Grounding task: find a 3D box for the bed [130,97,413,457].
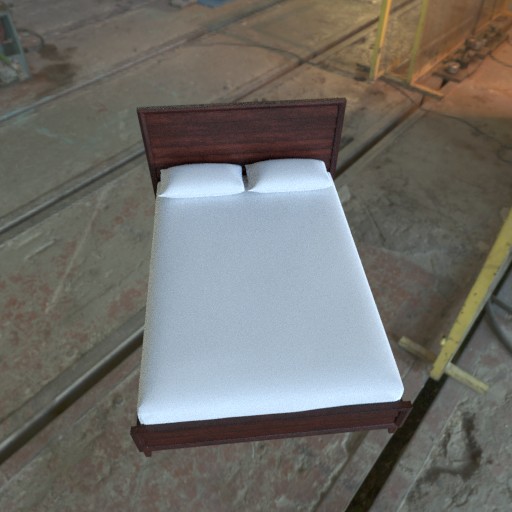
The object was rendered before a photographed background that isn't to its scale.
[{"bbox_3d":[0.000,0.000,3.945,2.040,1.492,2.803,-4,47,-4],"label":"bed"}]
